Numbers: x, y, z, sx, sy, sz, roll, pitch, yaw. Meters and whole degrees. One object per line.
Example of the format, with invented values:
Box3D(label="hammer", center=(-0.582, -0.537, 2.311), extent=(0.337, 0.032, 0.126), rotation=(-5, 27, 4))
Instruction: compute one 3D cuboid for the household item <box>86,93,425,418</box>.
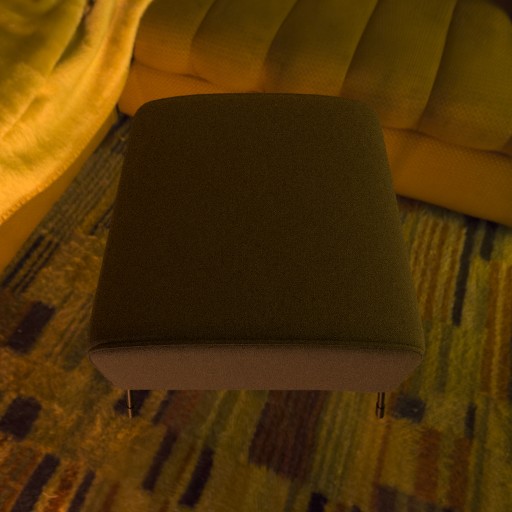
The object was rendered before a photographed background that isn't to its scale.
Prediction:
Box3D(label="household item", center=(0.000, 0.000, 0.870), extent=(0.530, 0.410, 0.530), rotation=(0, 59, 0))
